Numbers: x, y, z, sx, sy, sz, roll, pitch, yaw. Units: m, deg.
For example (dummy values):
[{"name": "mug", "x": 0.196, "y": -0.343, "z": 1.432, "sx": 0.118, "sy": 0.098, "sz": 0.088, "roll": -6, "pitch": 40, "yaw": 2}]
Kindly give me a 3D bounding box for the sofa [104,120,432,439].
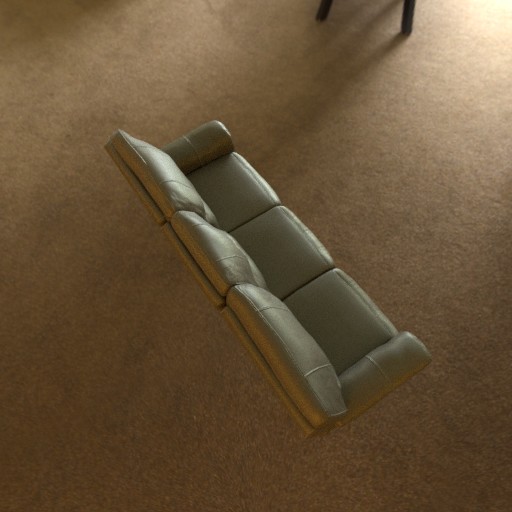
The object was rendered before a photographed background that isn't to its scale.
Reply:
[{"name": "sofa", "x": 0.000, "y": 0.000, "z": 3.296, "sx": 1.104, "sy": 1.134, "sz": 2.627, "roll": -30, "pitch": 63, "yaw": -17}]
